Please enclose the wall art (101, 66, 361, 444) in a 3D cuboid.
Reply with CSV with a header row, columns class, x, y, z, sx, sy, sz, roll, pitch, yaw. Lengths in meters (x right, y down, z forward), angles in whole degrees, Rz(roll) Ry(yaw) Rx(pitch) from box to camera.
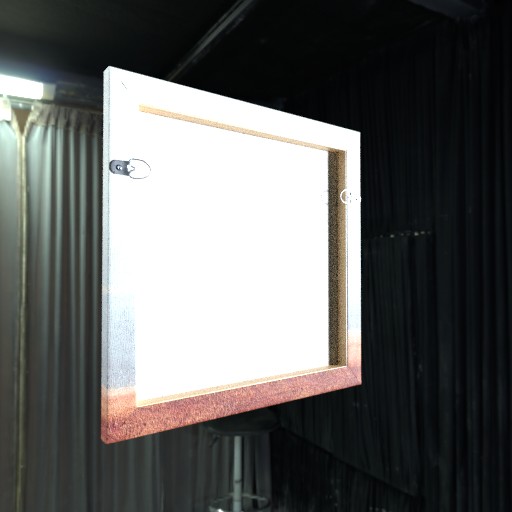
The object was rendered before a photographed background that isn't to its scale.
class,x,y,z,sx,sy,sz,roll,pitch,yaw
wall art,0.000,0.000,1.126,0.760,0.760,0.042,1,-1,-36
